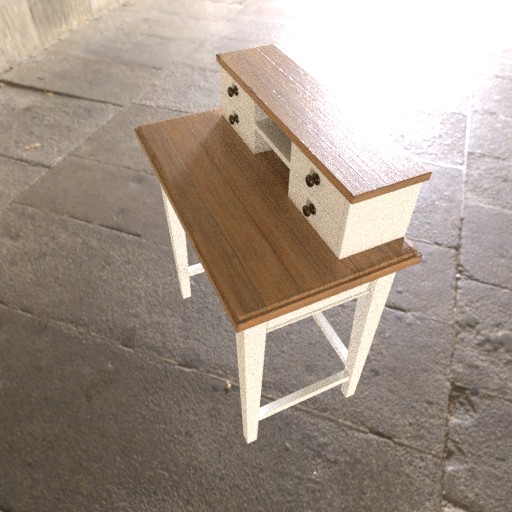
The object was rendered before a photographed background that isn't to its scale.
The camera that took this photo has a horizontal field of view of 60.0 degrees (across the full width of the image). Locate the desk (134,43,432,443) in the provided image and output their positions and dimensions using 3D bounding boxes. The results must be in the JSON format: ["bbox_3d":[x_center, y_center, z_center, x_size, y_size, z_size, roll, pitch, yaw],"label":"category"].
[{"bbox_3d":[0.000,0.000,1.408,0.462,0.981,0.814,-19,49,-17],"label":"desk"}]
